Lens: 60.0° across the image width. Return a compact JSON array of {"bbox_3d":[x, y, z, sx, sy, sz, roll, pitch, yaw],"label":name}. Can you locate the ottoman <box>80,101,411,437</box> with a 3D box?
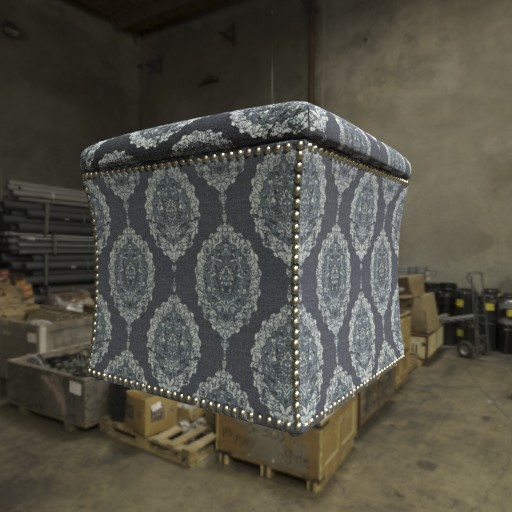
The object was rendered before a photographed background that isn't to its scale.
[{"bbox_3d":[0.000,0.000,0.901,0.507,0.475,0.497,1,2,35],"label":"ottoman"}]
